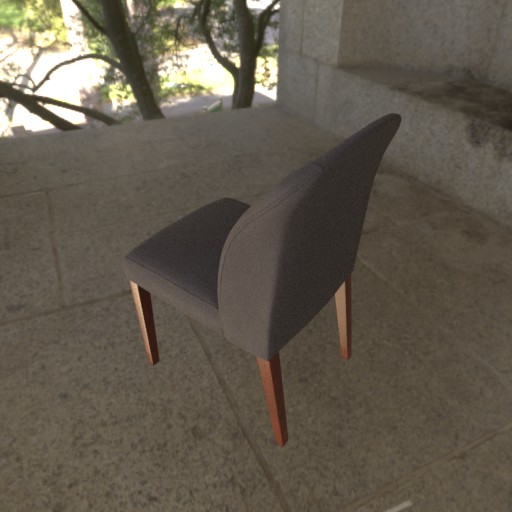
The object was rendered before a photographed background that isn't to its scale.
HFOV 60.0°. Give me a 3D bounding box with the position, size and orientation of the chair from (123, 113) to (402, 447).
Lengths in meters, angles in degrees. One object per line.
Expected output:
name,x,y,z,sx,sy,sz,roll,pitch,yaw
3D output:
chair,0.000,0.000,1.266,0.619,0.879,0.506,22,40,29
